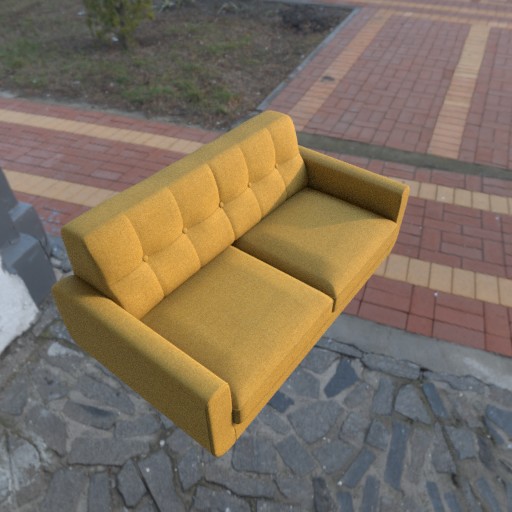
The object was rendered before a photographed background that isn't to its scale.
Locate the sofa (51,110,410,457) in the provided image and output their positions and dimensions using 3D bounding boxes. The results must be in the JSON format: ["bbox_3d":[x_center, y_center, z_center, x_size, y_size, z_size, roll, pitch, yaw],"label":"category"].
[{"bbox_3d":[0.000,0.000,2.192,0.909,0.841,1.631,27,49,27],"label":"sofa"}]
